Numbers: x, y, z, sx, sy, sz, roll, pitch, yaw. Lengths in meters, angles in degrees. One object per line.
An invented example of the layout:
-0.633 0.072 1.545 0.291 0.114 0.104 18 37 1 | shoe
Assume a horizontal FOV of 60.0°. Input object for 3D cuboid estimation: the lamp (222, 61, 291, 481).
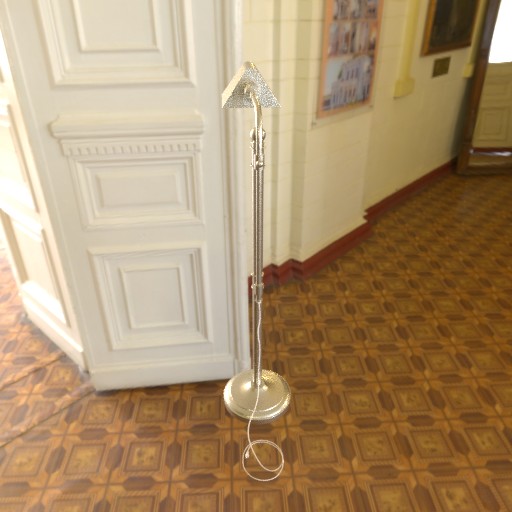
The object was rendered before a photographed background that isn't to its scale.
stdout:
0.000 0.000 0.934 0.159 0.708 0.546 -2 30 -3 | lamp
